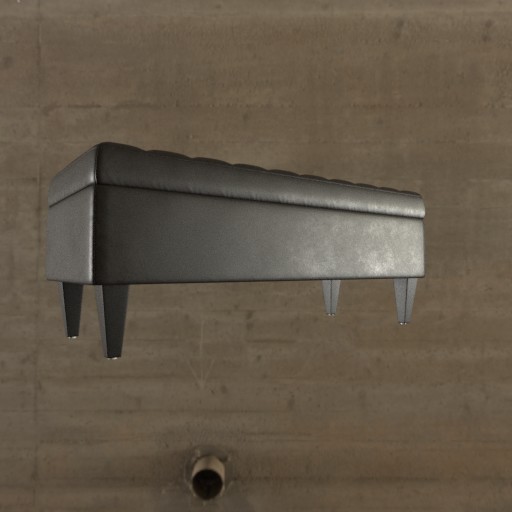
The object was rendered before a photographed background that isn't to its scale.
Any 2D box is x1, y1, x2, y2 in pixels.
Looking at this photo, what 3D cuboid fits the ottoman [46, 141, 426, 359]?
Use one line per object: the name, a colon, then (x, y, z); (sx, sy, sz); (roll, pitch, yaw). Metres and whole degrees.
ottoman: (0.000, 0.000, 1.411); (1.151, 0.469, 0.482); (1, -2, -36)
